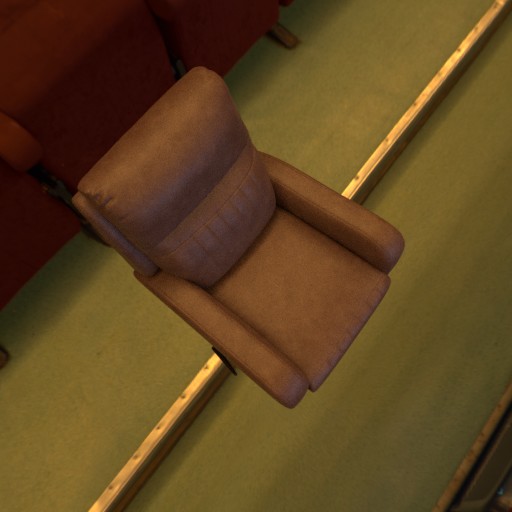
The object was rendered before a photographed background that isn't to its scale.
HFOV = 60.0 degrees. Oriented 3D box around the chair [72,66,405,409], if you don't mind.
[{"bbox_3d":[0.000,0.000,1.842,1.067,1.067,0.865,37,77,10],"label":"chair"}]
